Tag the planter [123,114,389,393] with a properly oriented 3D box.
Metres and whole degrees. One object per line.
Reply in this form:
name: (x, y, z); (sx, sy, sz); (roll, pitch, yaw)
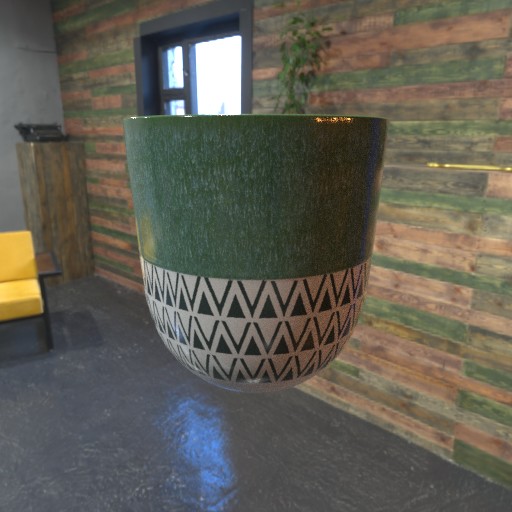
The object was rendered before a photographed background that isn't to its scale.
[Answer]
planter: (0.000, 0.000, 0.365); (0.195, 0.214, 0.195); (0, 15, 0)
